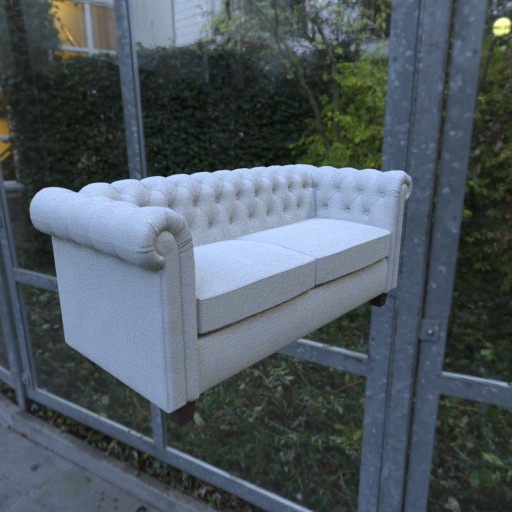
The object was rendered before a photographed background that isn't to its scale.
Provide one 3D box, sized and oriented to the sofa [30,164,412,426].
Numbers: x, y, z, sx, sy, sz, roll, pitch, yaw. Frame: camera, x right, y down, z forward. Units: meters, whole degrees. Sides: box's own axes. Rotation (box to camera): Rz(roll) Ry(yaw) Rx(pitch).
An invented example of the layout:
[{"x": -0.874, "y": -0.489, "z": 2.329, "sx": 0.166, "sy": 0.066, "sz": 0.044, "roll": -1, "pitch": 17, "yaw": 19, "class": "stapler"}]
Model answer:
[{"x": 0.000, "y": 0.000, "z": 2.204, "sx": 0.783, "sy": 0.797, "sz": 1.798, "roll": 14, "pitch": 21, "yaw": 41, "class": "sofa"}]
